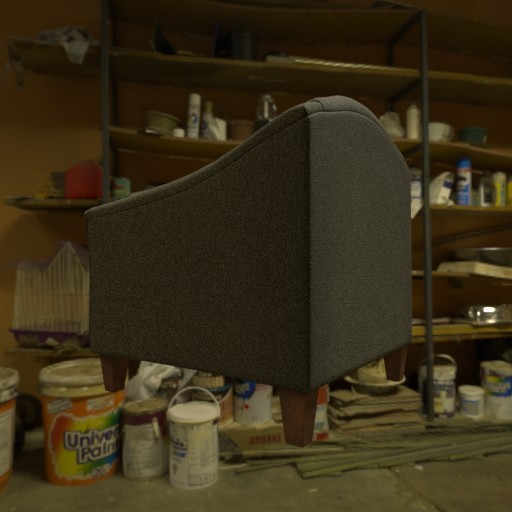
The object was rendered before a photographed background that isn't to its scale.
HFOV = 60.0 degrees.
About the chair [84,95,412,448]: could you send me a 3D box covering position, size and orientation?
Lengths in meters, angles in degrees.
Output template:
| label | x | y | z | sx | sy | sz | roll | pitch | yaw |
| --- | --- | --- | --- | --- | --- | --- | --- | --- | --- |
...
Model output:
| label | x | y | z | sx | sy | sz | roll | pitch | yaw |
| --- | --- | --- | --- | --- | --- | --- | --- | --- | --- |
| chair | 0.000 | 0.000 | 1.432 | 0.787 | 0.839 | 0.763 | -1 | -2 | 35 |
